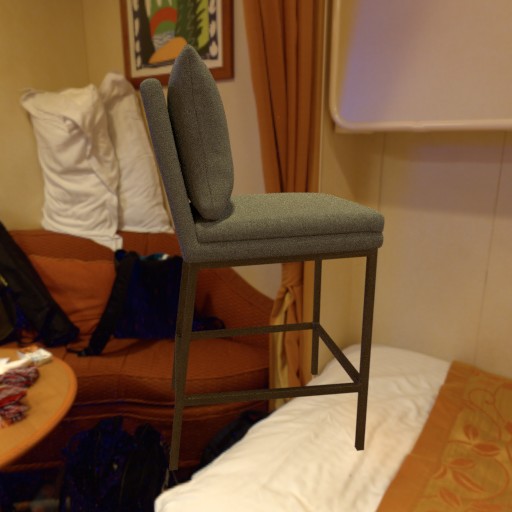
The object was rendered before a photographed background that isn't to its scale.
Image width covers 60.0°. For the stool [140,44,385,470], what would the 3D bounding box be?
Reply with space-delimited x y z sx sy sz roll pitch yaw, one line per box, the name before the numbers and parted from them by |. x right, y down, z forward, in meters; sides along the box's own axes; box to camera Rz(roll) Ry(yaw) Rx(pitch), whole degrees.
stool | 0.000 0.000 1.280 0.569 1.031 0.463 -2 14 -10
